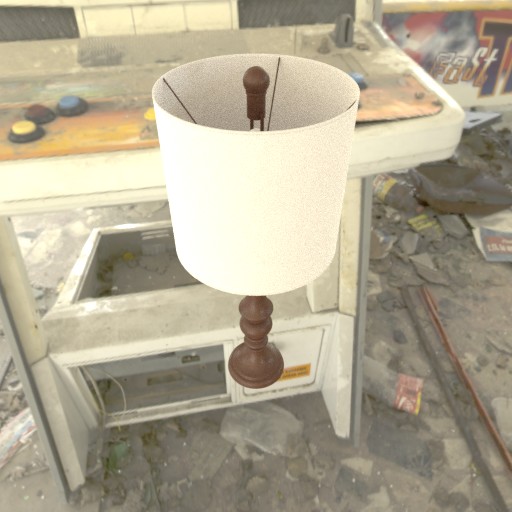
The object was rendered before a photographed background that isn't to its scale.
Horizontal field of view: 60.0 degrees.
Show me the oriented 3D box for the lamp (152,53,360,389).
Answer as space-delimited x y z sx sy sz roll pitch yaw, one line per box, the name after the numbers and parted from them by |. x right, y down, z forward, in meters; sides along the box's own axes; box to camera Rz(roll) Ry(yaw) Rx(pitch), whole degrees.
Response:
0.000 0.000 0.723 0.250 0.597 0.250 11 42 12 | lamp
